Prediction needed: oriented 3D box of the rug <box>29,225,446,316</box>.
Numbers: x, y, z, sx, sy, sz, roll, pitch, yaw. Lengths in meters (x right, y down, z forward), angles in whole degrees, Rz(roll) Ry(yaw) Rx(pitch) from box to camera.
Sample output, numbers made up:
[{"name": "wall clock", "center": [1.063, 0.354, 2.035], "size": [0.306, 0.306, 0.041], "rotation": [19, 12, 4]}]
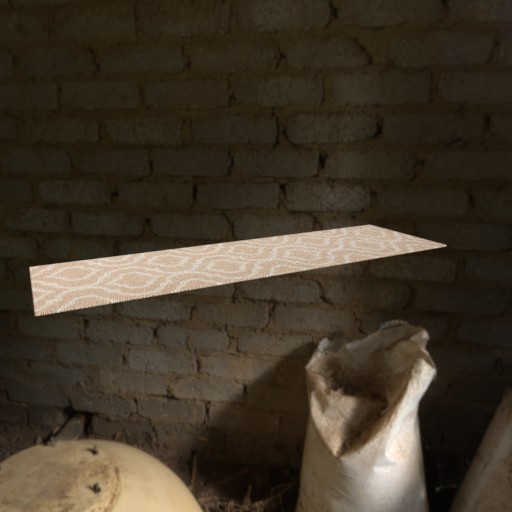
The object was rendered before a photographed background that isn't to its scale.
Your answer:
[{"name": "rug", "center": [0.000, 0.000, 2.507], "size": [2.289, 0.013, 0.691], "rotation": [-8, 18, -27]}]
